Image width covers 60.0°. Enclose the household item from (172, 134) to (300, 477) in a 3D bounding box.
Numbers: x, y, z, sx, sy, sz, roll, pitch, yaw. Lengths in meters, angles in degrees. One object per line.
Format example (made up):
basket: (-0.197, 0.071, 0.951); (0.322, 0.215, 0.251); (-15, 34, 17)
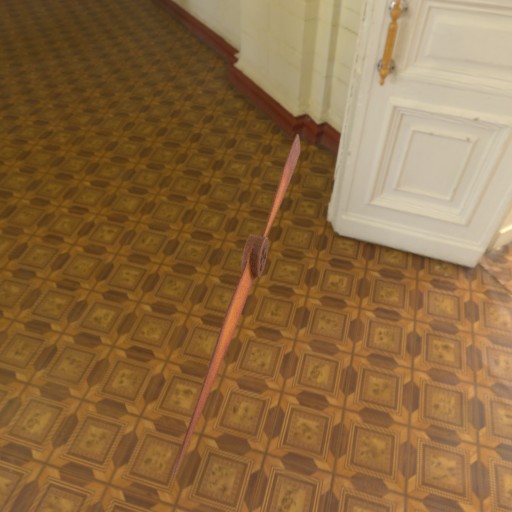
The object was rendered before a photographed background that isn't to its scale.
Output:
household item: (0.000, 0.000, 1.235); (0.051, 0.121, 1.181); (12, 49, 10)
